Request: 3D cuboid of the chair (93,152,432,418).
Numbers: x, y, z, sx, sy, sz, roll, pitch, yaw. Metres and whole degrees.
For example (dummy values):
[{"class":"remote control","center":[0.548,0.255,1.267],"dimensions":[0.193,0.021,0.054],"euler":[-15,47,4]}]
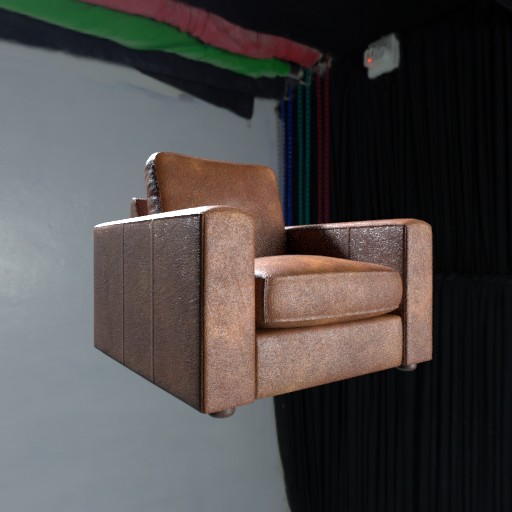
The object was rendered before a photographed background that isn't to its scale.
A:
[{"class":"chair","center":[0.000,0.000,1.781],"dimensions":[1.005,0.873,1.016],"euler":[0,1,-36]}]
